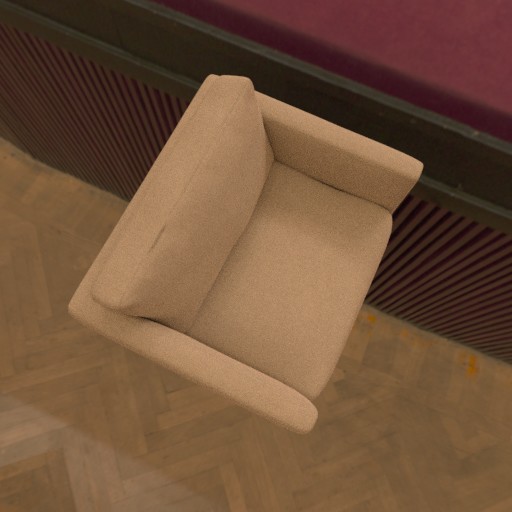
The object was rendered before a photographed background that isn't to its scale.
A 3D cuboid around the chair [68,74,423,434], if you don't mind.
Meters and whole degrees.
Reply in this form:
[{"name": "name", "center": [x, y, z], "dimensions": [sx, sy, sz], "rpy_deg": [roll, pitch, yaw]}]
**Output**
[{"name": "chair", "center": [0.000, 0.000, 1.848], "dimensions": [0.959, 0.961, 1.107], "rpy_deg": [25, 75, 7]}]
